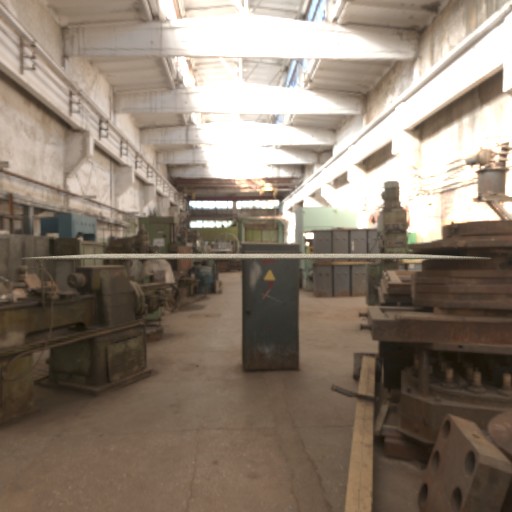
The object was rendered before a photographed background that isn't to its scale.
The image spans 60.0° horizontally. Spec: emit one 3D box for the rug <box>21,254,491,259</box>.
[{"bbox_3d":[0.000,0.000,3.642,3.048,0.011,1.546,0,1,-1],"label":"rug"}]
